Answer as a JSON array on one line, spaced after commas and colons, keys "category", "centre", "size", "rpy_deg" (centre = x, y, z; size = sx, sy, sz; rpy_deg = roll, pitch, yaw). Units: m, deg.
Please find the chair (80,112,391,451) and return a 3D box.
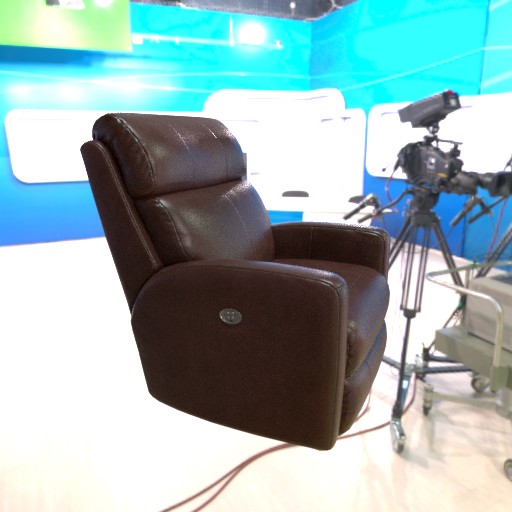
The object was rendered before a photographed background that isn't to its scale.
[{"category": "chair", "centre": [0.000, 0.000, 1.651], "size": [0.939, 1.016, 0.787], "rpy_deg": [7, 17, 25]}]
